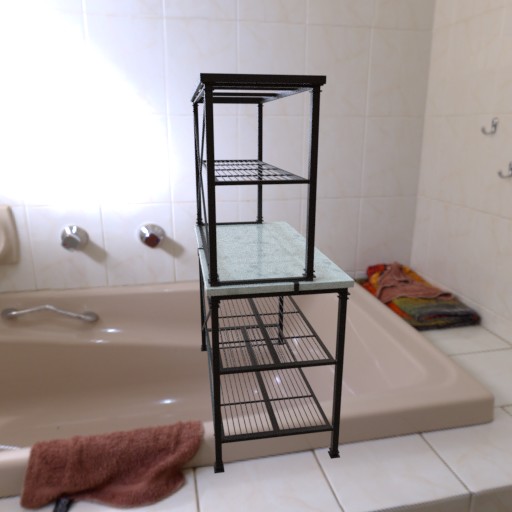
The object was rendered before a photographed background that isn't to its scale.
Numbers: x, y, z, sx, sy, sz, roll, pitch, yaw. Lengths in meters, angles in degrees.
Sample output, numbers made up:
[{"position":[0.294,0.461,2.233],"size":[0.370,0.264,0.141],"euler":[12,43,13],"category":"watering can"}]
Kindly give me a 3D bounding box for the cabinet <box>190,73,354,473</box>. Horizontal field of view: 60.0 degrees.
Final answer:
[{"position":[0.000,0.000,2.343],"size":[0.610,1.659,1.210],"euler":[-3,16,-9],"category":"cabinet"}]
